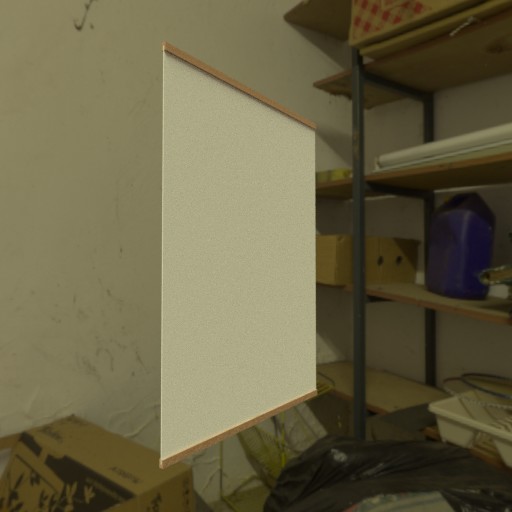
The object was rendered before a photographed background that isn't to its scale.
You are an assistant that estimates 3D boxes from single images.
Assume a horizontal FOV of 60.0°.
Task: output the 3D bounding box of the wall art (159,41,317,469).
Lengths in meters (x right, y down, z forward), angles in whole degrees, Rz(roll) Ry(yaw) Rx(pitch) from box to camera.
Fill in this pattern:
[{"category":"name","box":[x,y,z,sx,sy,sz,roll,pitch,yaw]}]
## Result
[{"category":"wall art","box":[0.000,0.000,1.364,0.013,1.016,0.758,-1,-2,36]}]
